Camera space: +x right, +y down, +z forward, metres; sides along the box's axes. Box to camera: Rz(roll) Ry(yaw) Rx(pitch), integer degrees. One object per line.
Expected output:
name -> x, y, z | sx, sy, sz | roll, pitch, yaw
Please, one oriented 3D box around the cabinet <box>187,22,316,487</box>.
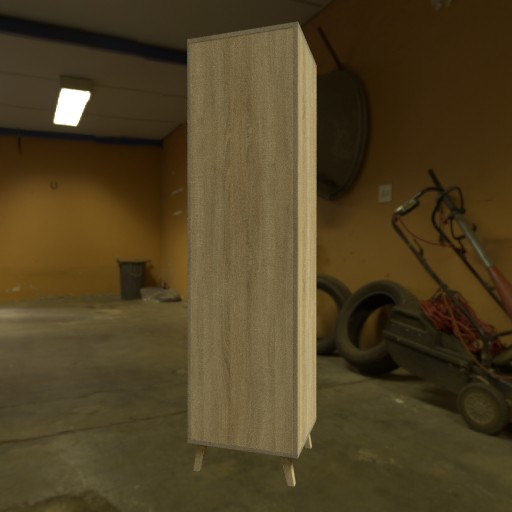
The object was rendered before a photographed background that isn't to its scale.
cabinet -> 0.000, 0.000, 2.147 | 0.510, 1.960, 0.450 | 0, 0, 18
